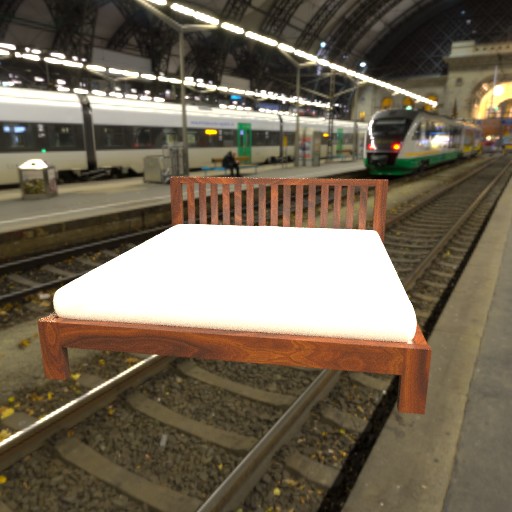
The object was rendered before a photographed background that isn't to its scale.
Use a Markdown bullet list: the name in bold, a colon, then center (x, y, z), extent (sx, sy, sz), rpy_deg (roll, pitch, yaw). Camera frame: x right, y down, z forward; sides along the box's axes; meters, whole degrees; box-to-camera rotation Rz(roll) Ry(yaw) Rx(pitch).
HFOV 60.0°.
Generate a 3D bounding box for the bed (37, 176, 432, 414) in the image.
- **bed**: center (0.000, 0.000, 3.031), extent (1.905, 0.890, 2.030), rpy_deg (2, 15, 9)
